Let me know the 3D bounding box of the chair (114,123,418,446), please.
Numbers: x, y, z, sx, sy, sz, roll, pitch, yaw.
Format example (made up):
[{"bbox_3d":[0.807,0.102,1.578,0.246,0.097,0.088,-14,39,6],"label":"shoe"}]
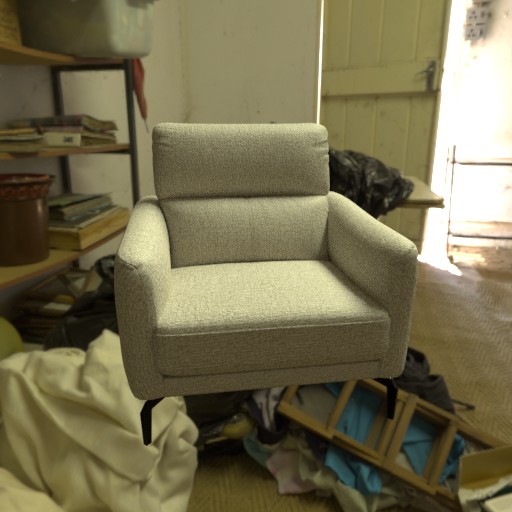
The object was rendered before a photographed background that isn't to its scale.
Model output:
[{"bbox_3d":[0.000,0.000,1.677,0.972,0.967,0.835,-3,17,-9],"label":"chair"}]
